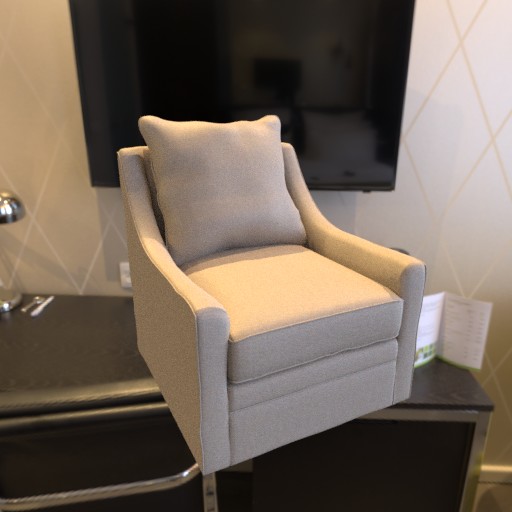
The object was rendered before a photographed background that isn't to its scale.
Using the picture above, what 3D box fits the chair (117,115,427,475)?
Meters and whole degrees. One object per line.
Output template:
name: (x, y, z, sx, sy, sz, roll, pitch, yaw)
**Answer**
chair: (0.000, 0.000, 1.568, 0.760, 0.942, 0.876, -9, 20, -26)
